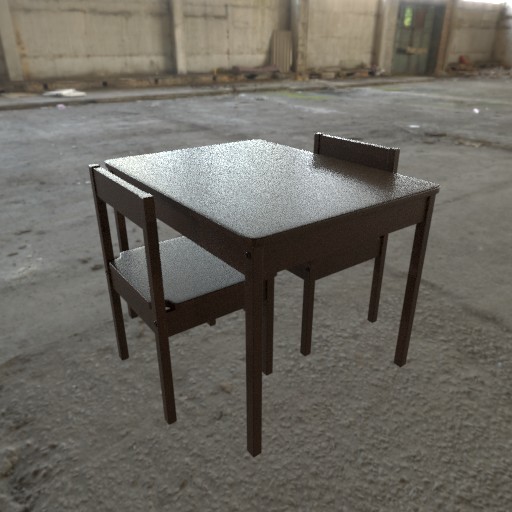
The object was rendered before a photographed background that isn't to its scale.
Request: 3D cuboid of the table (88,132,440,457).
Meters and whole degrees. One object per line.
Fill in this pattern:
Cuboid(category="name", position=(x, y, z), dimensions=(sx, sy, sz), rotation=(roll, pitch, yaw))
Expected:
Cuboid(category="table", position=(0.000, 0.000, 1.117), dimensions=(0.672, 0.503, 0.650), rotation=(-17, 30, -32))
